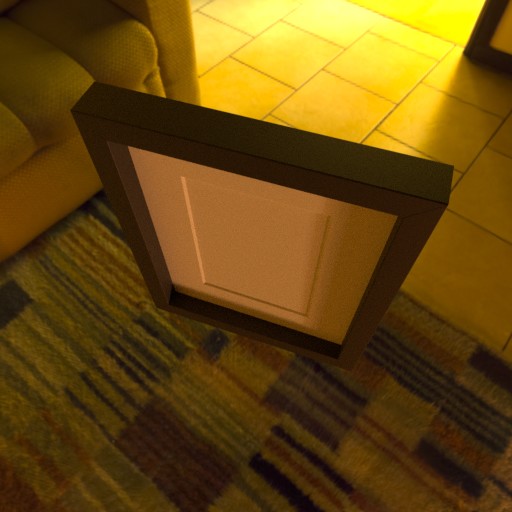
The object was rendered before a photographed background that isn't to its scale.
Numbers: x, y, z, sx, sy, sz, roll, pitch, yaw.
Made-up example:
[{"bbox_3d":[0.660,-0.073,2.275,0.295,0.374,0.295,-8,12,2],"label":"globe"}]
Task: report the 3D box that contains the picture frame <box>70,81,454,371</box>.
[{"bbox_3d":[0.000,0.000,0.388,0.232,0.284,0.042,16,59,10],"label":"picture frame"}]
